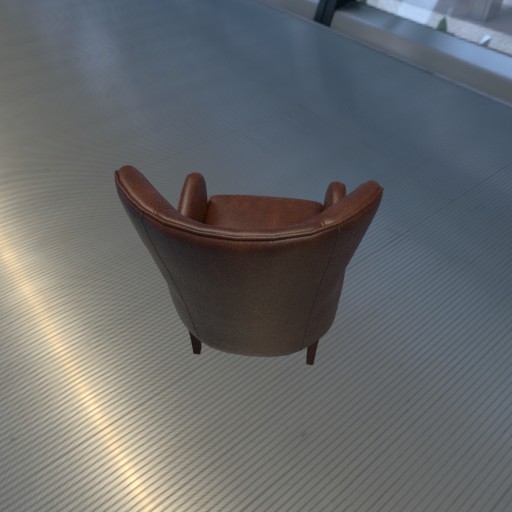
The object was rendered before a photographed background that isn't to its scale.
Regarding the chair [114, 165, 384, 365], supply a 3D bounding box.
[{"bbox_3d":[0.000,0.000,1.646,0.692,1.048,0.914,4,46,4],"label":"chair"}]
